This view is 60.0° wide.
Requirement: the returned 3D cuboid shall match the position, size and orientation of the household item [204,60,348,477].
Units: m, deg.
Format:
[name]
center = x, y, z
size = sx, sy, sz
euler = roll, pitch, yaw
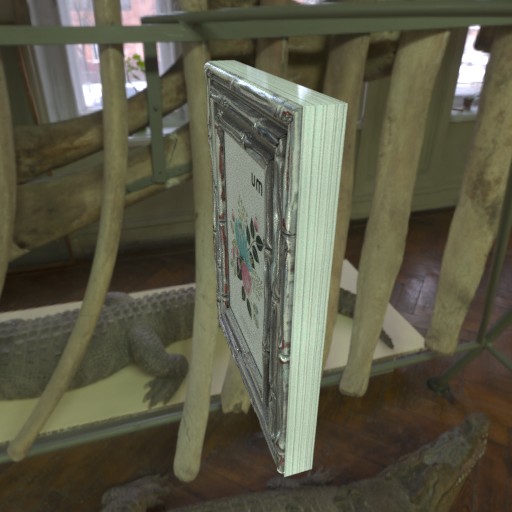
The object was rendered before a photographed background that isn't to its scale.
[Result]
[household item]
center = 0.000, 0.000, 0.285
size = 0.025, 0.216, 0.165
euler = -9, 30, -15
